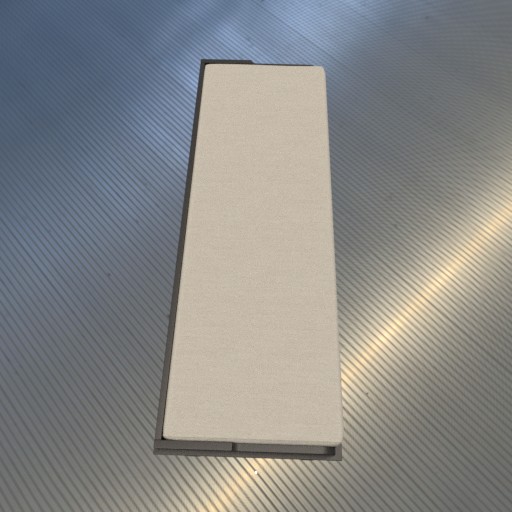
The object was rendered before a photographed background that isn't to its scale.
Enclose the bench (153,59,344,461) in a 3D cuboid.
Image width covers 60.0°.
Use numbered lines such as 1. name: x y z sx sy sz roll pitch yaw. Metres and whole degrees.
1. bench: 0.000 0.000 1.363 0.398 0.501 1.140 2 64 1
